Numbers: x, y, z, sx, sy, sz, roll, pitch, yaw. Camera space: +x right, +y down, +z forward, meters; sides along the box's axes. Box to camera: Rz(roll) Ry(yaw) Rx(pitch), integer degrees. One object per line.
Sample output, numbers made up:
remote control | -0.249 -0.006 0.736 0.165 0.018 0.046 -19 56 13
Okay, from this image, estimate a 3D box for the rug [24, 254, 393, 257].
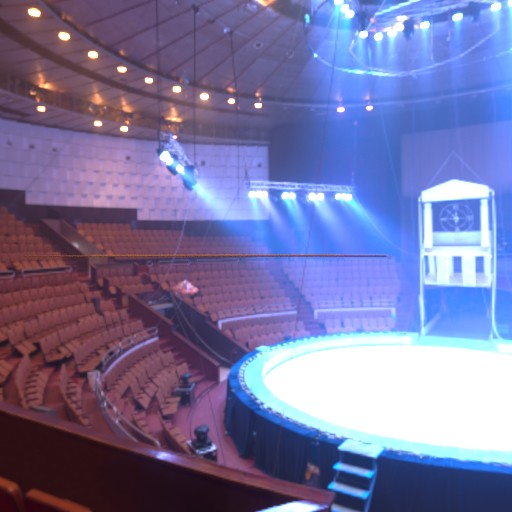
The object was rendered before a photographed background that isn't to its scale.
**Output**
rug | 0.000 0.000 4.183 2.438 0.014 3.048 0 0 18
